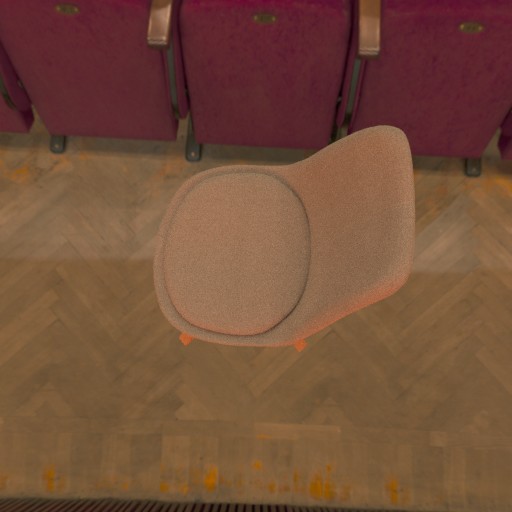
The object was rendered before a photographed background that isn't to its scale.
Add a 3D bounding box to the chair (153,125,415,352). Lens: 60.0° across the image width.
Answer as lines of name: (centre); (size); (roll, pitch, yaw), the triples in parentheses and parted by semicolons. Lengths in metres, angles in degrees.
chair: (0.000, 0.000, 1.169); (0.549, 0.863, 0.474); (4, 75, 1)
